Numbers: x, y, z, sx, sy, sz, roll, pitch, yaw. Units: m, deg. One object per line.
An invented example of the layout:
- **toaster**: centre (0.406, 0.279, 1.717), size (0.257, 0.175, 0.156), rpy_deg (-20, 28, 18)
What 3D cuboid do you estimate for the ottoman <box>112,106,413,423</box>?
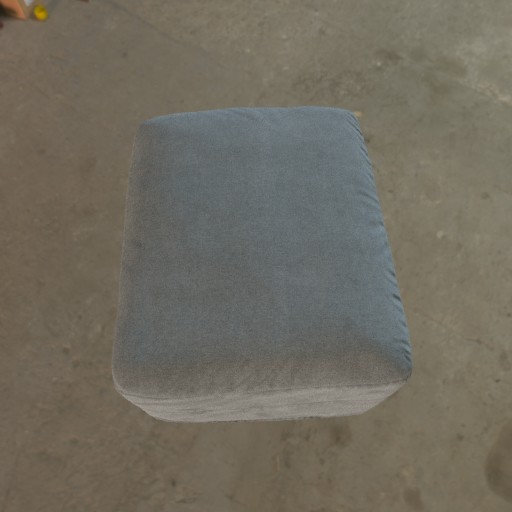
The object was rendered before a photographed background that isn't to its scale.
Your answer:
- **ottoman**: centre (0.000, 0.000, 1.259), size (0.683, 0.481, 0.837), rpy_deg (-3, 63, -2)
